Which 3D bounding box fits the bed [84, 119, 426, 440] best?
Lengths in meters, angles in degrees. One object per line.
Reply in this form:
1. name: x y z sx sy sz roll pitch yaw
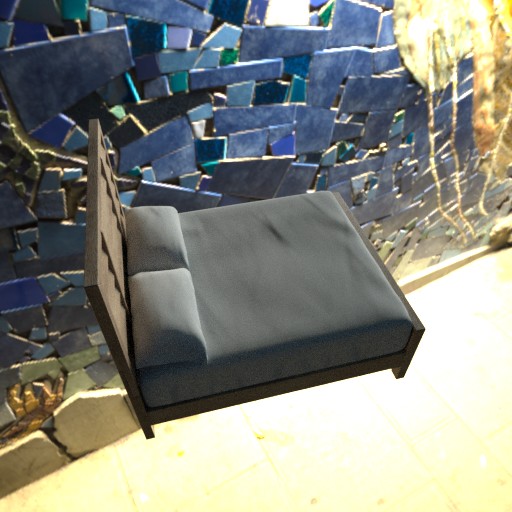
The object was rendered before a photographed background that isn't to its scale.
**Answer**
1. bed: 0.000 0.000 3.297 2.017 1.631 1.615 -10 46 -10
